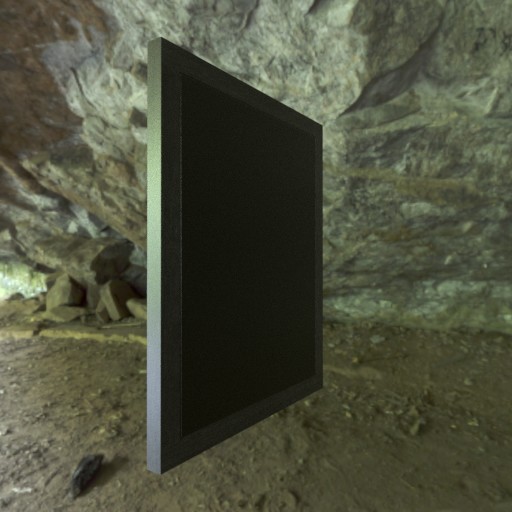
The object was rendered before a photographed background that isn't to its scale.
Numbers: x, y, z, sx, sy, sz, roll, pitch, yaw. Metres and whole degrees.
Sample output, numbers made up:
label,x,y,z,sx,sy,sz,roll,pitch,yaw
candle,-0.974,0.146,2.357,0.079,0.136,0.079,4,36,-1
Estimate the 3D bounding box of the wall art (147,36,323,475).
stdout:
label,x,y,z,sx,sy,sz,roll,pitch,yaw
wall art,0.000,0.000,0.790,0.027,0.580,0.479,0,0,35
